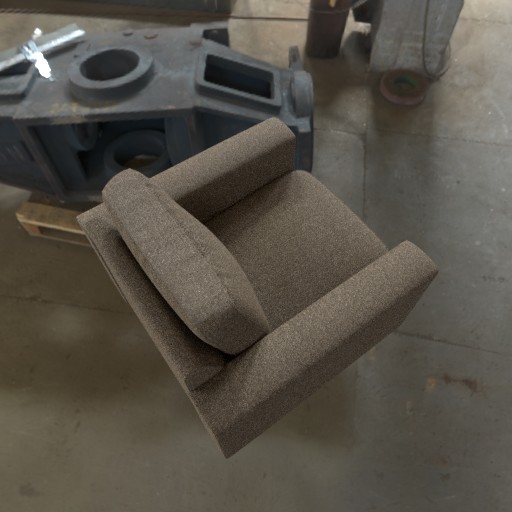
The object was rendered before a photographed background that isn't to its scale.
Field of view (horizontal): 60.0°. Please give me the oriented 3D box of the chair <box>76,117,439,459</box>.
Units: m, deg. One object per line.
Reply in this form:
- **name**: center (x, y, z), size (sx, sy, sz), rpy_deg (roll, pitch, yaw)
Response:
- **chair**: center (0.000, 0.000, 1.769), size (1.016, 0.873, 1.005), rpy_deg (-32, 64, -18)
